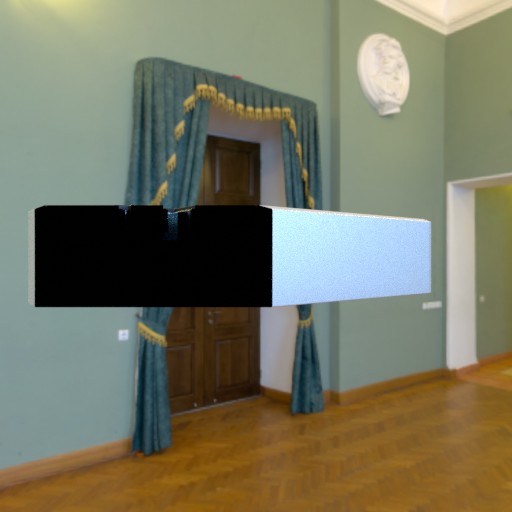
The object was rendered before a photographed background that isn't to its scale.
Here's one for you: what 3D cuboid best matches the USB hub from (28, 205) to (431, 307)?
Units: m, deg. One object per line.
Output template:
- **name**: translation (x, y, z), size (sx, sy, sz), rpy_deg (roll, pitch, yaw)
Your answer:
- **USB hub**: translation (0.000, 0.000, 0.125), size (0.110, 0.023, 0.044), rpy_deg (0, 0, -37)
